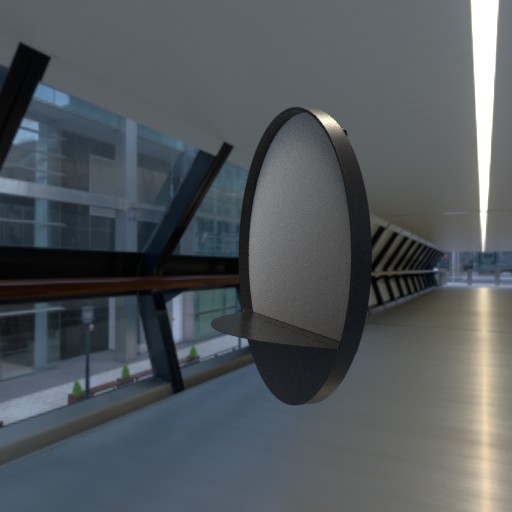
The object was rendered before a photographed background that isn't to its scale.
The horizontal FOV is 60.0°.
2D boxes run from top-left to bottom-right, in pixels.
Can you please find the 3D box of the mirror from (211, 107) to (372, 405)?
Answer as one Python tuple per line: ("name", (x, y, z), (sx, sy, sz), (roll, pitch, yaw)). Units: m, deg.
("mirror", (0.000, 0.000, 0.700), (0.133, 0.457, 0.457), (0, -1, -18))
